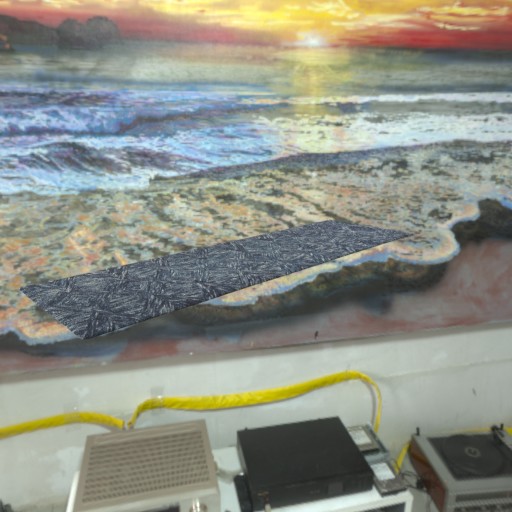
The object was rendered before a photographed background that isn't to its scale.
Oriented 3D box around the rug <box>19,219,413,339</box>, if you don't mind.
[{"bbox_3d":[0.000,0.000,2.519,2.306,0.013,0.719,-15,22,-42],"label":"rug"}]
